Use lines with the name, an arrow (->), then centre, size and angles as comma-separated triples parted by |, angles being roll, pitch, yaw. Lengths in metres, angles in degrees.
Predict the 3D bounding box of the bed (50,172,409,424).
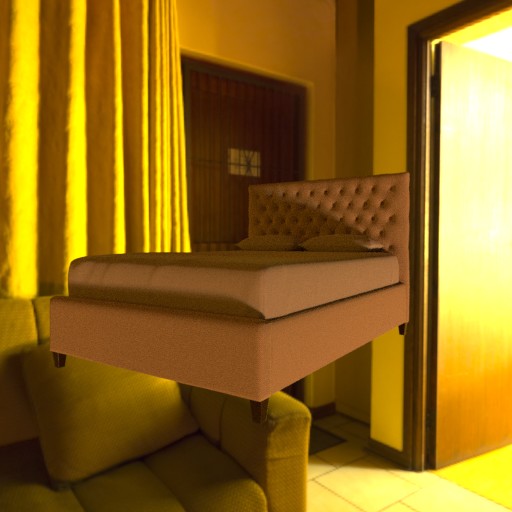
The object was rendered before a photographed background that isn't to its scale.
bed -> 0.000, 0.000, 3.399 | 1.698, 1.427, 2.387 | 1, 2, 34
